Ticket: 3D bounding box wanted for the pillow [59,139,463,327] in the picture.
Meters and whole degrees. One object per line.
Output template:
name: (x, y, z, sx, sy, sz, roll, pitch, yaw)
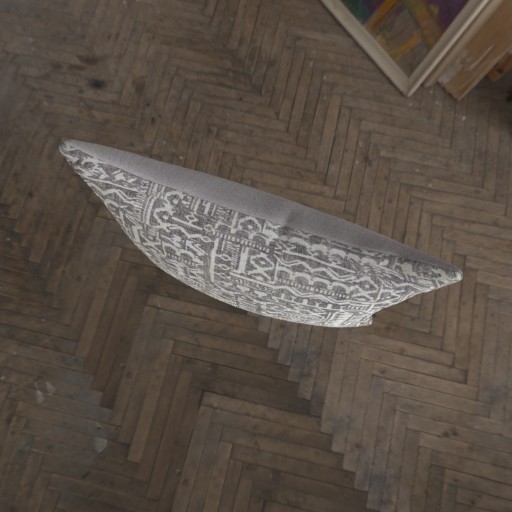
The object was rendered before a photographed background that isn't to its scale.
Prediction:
pillow: (0.000, 0.000, 0.783, 0.546, 0.487, 0.180, 19, 76, 5)
